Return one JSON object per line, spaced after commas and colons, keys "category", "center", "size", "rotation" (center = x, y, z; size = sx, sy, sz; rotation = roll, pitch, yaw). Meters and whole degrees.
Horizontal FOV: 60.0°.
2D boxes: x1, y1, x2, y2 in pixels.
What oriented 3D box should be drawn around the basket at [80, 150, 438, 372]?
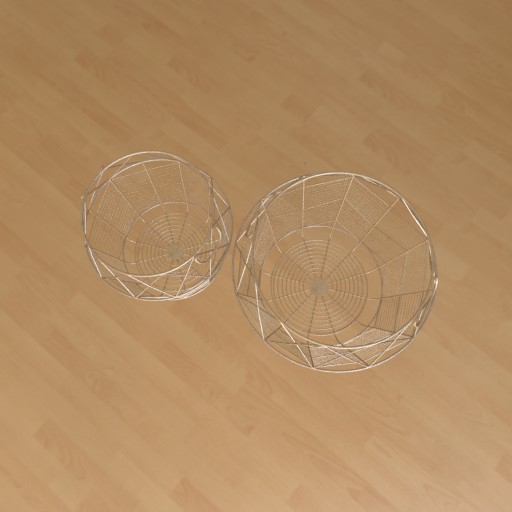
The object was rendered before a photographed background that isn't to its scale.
{"category": "basket", "center": [0.000, 0.000, 1.057], "size": [0.805, 0.343, 0.451], "rotation": [13, 76, 3]}
